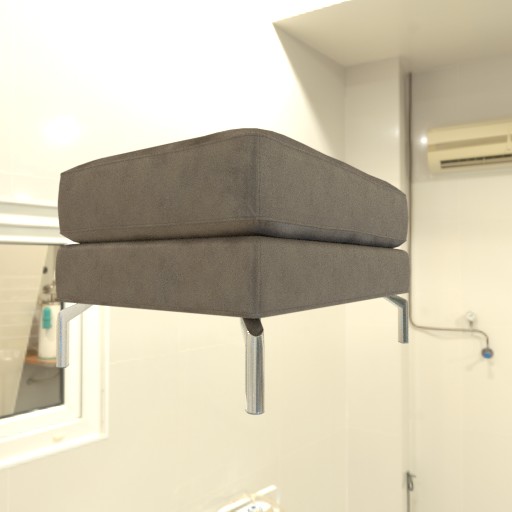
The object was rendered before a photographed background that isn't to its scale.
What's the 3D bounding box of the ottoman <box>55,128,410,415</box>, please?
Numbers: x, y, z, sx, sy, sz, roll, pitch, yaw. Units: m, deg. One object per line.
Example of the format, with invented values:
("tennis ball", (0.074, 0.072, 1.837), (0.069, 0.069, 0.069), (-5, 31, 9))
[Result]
("ottoman", (0.000, 0.000, 1.046), (0.520, 0.456, 0.719), (-1, -1, 35))
